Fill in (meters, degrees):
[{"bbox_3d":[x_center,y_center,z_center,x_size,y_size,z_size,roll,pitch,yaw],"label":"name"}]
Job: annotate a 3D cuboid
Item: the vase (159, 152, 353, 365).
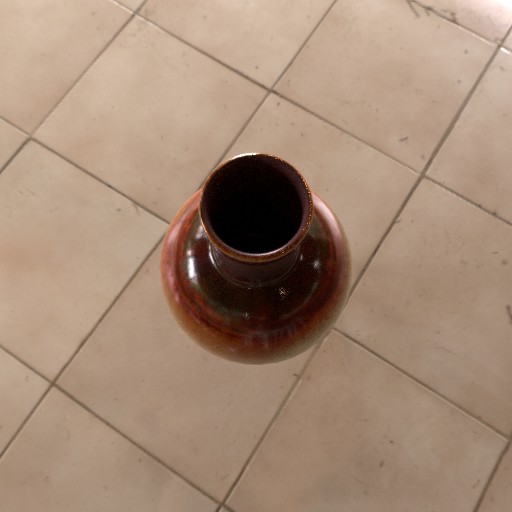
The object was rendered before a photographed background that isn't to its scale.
[{"bbox_3d":[0.000,0.000,0.232,0.111,0.154,0.111,0,76,0],"label":"vase"}]
